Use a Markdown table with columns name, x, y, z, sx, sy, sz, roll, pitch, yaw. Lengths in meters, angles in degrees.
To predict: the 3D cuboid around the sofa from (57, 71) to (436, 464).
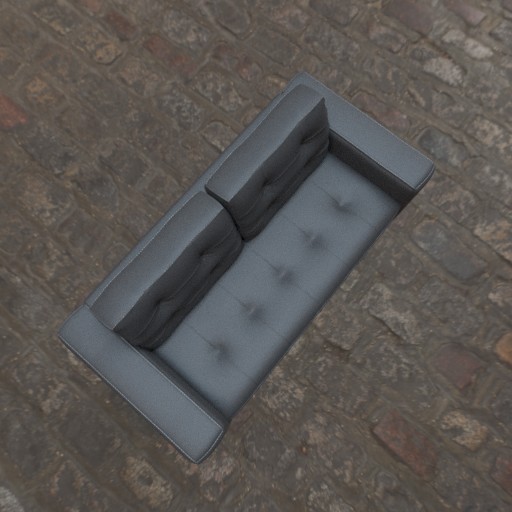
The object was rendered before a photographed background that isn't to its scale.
| name | x | y | z | sx | sy | sz | roll | pitch | yaw |
| --- | --- | --- | --- | --- | --- | --- | --- | --- | --- |
| sofa | 0.000 | 0.000 | 2.149 | 0.833 | 0.893 | 1.726 | 39 | 79 | 9 |
